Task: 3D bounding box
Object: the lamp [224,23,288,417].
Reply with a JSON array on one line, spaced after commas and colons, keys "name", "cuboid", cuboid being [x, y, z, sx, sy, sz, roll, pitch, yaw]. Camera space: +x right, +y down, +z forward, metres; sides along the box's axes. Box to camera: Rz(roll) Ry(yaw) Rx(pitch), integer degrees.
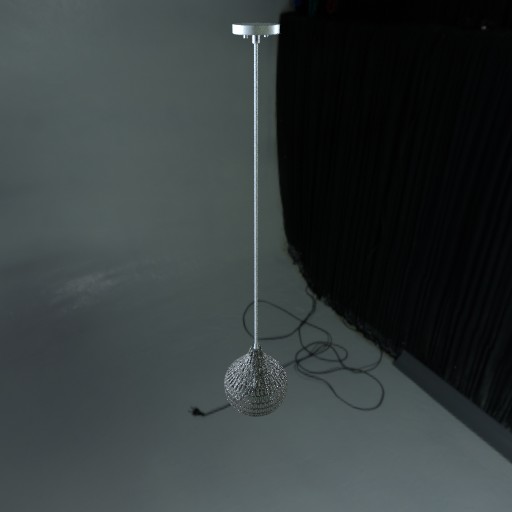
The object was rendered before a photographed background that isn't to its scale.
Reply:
[{"name": "lamp", "cuboid": [0.000, 0.000, 2.068, 0.355, 1.919, 0.355, -21, 36, -31]}]
